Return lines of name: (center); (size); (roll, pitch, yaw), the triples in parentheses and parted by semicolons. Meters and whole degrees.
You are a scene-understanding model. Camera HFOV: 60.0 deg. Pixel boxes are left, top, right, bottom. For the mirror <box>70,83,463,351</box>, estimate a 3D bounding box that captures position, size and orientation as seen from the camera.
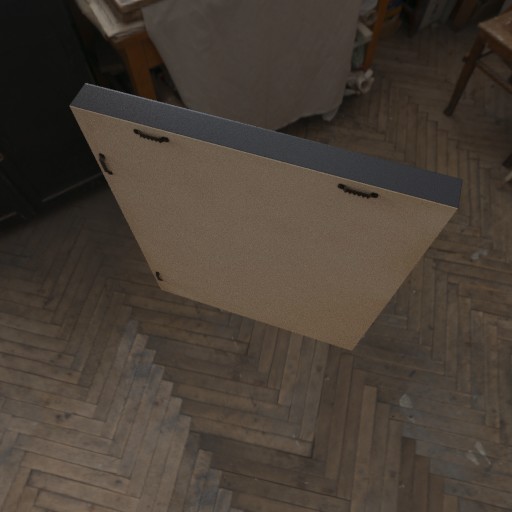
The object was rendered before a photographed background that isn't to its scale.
mirror: (0.000, 0.000, 0.672); (0.405, 0.508, 0.041); (17, 64, 8)
